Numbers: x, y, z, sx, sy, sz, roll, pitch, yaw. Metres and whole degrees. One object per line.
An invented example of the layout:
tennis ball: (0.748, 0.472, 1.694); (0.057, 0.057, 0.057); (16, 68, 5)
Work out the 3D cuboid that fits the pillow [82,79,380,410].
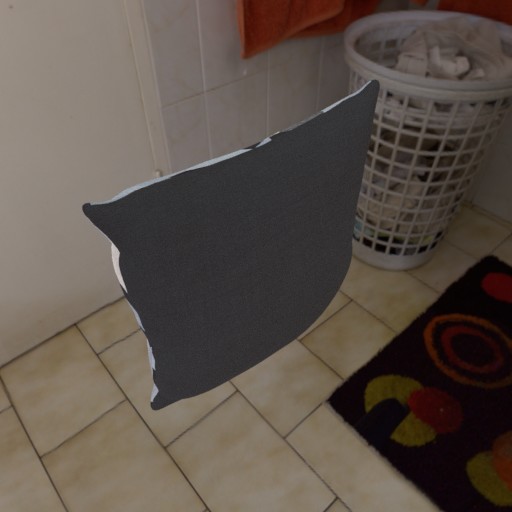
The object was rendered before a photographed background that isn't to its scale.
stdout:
pillow: (0.000, 0.000, 0.765); (0.503, 0.496, 0.208); (-30, 52, -26)
